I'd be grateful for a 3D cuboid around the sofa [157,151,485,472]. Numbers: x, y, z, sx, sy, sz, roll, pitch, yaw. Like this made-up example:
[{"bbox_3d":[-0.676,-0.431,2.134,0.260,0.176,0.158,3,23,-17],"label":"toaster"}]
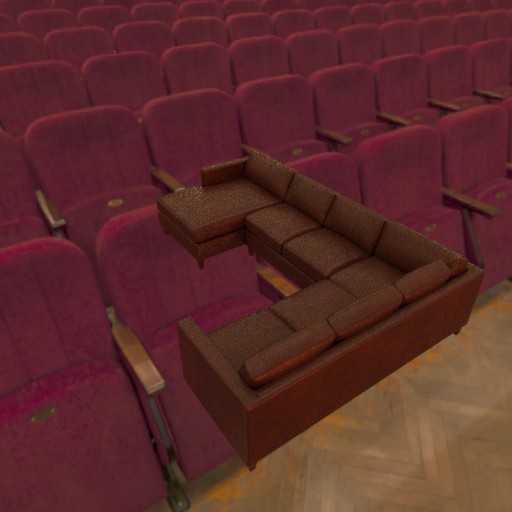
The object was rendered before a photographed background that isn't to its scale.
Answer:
[{"bbox_3d":[0.000,0.000,4.461,2.452,0.891,3.324,-21,39,-28],"label":"sofa"}]
